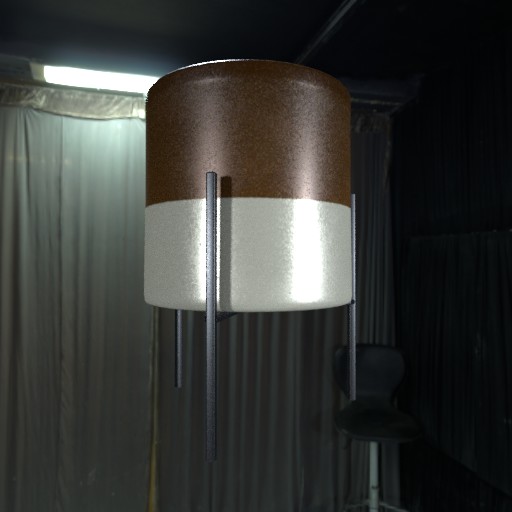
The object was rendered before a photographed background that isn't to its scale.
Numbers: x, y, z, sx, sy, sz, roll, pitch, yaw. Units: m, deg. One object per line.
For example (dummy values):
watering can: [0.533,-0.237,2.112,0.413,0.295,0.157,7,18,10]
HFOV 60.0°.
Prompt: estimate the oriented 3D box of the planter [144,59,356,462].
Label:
planter: [0.000,0.000,0.548,0.269,0.375,0.255,0,-1,-18]
